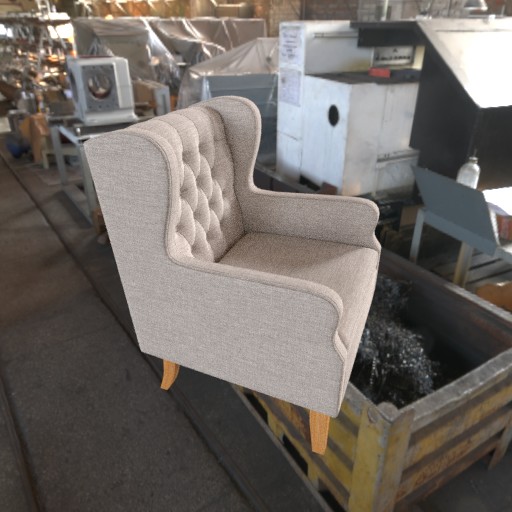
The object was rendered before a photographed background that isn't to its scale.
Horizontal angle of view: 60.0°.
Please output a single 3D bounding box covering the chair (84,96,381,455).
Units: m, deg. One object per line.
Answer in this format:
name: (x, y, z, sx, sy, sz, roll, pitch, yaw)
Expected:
chair: (0.000, 0.000, 1.508, 0.760, 0.930, 0.710, 11, 30, 19)
